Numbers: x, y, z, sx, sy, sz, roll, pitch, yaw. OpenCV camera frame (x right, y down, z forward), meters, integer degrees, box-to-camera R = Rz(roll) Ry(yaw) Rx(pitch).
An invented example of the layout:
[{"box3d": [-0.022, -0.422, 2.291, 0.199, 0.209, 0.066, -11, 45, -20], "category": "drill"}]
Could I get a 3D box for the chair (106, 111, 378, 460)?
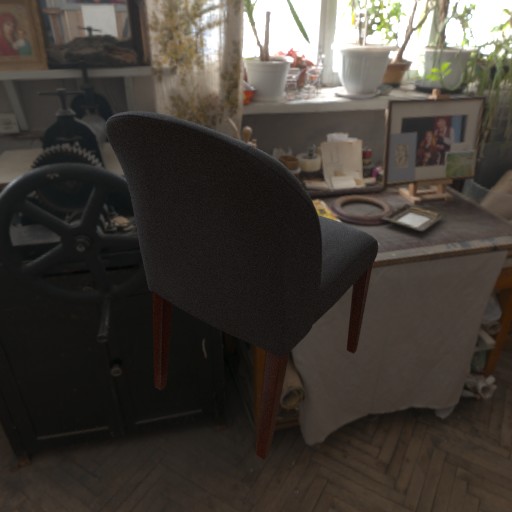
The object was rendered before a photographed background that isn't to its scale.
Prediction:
[{"box3d": [0.000, 0.000, 1.243, 0.506, 0.879, 0.619, 21, 36, 32], "category": "chair"}]
